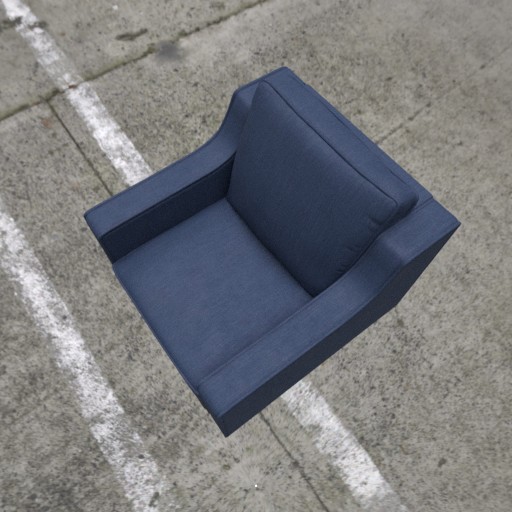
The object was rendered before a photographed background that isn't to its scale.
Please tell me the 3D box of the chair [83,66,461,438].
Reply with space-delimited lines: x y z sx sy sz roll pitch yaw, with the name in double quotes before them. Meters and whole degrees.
"chair" 0.000 0.000 1.629 0.909 0.960 0.831 -33 67 -16
